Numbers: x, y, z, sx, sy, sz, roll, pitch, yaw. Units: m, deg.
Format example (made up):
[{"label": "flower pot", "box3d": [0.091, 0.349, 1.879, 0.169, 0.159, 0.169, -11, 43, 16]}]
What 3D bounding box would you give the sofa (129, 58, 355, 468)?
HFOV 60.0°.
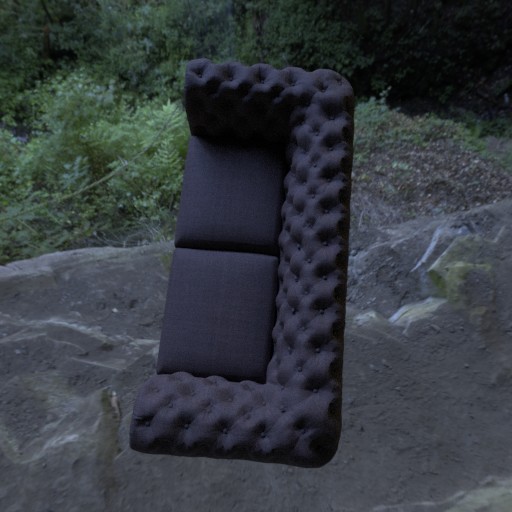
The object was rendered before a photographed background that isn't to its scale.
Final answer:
[{"label": "sofa", "box3d": [0.000, 0.000, 2.480, 0.944, 0.780, 2.048, 5, 75, 1]}]
